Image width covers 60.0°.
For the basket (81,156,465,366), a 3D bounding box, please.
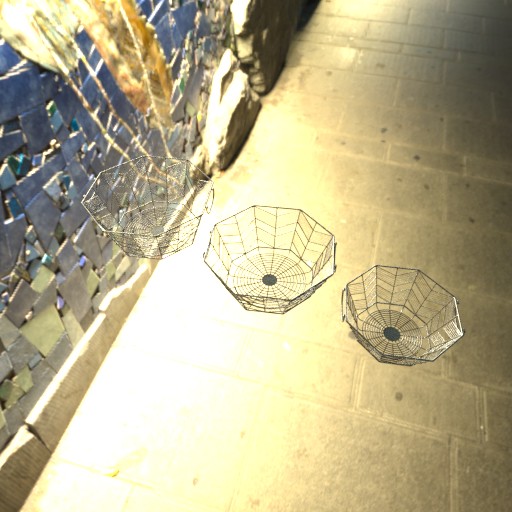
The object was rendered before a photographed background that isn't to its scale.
[{"bbox_3d":[0.000,0.000,1.383,1.246,0.178,0.432,23,51,20],"label":"basket"}]
